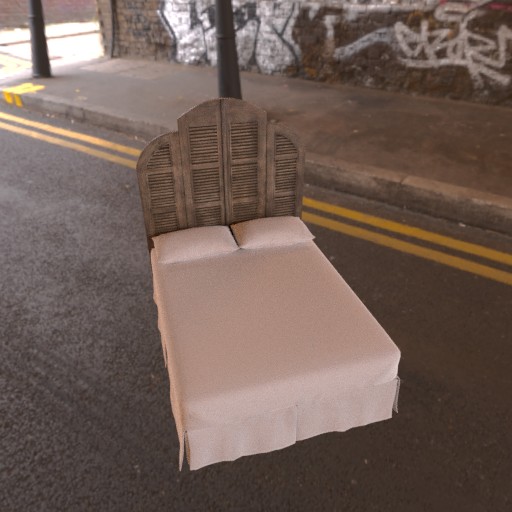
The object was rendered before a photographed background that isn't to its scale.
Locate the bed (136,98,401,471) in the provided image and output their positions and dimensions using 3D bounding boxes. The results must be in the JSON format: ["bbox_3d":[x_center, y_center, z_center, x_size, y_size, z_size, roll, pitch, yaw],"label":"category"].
[{"bbox_3d":[0.000,0.000,3.573,1.713,2.019,2.138,-9,34,-14],"label":"bed"}]
